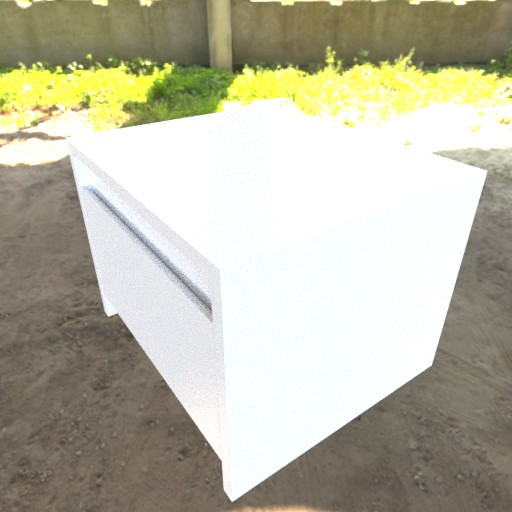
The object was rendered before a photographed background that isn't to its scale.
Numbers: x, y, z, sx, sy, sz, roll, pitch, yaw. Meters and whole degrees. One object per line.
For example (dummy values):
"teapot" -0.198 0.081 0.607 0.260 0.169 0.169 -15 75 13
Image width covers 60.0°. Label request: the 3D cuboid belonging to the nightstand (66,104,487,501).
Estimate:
"nightstand" 0.000 0.000 0.733 0.408 0.351 0.470 -20 37 -30
